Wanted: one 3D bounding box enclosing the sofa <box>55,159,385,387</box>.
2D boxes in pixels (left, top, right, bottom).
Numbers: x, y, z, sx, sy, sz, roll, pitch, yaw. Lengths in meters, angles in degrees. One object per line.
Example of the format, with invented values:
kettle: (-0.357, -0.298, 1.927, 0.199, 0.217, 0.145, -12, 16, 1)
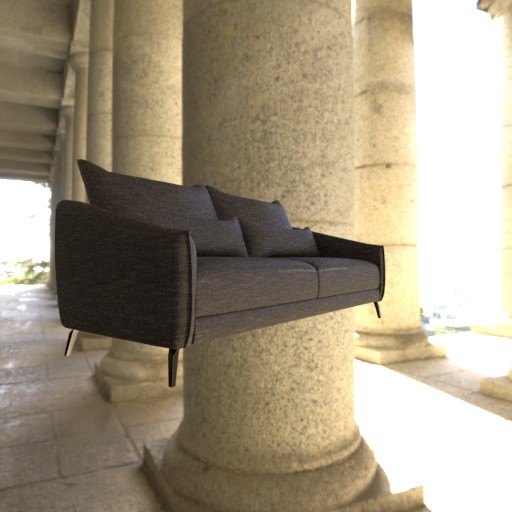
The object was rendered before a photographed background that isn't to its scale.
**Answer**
sofa: (0.000, 0.000, 2.421, 0.807, 0.843, 2.019, 0, 0, 34)
